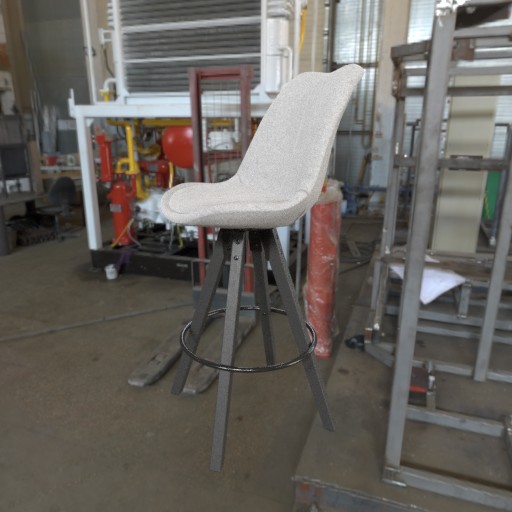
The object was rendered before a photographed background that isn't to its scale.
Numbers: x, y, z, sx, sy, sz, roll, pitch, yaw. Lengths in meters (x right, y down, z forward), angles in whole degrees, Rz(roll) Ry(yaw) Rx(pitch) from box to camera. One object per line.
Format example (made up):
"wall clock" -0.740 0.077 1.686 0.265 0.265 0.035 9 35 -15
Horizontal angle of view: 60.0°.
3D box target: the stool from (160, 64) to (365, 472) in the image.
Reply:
"stool" 0.000 0.000 1.395 0.550 1.115 0.485 -8 19 -25
